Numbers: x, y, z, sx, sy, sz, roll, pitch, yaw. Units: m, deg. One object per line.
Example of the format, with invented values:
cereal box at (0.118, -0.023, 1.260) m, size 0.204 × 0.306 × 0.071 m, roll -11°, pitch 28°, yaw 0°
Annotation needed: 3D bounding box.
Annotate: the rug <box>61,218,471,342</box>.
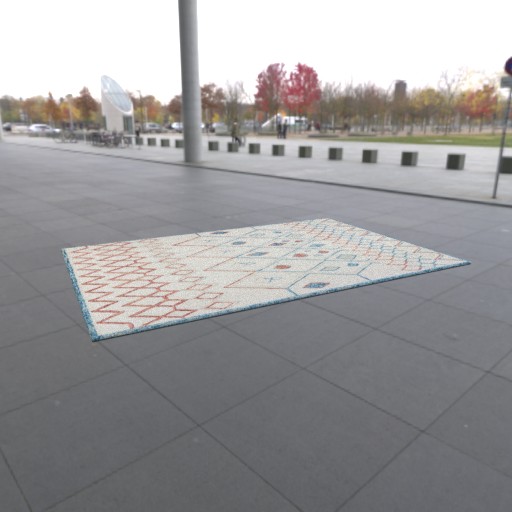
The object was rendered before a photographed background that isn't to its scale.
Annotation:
rug at (0.000, 0.000, 2.360) m, size 1.829 × 0.016 × 1.219 m, roll -8°, pitch 19°, yaw -26°
